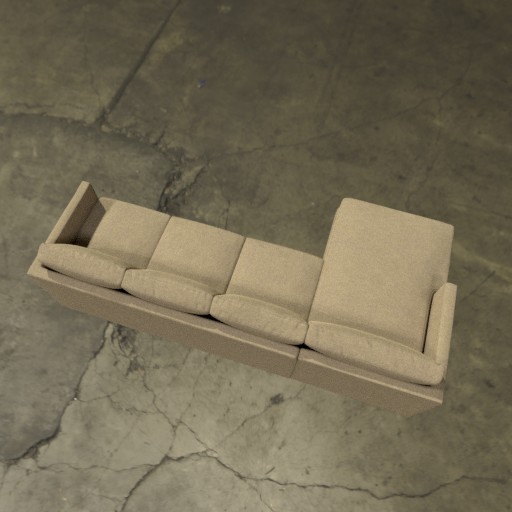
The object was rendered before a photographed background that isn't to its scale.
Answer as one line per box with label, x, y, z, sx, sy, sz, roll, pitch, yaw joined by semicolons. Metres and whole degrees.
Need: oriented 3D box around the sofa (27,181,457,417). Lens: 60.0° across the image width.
sofa;0.000;0.000;3.768;3.198;0.920;1.638;16;65;8
